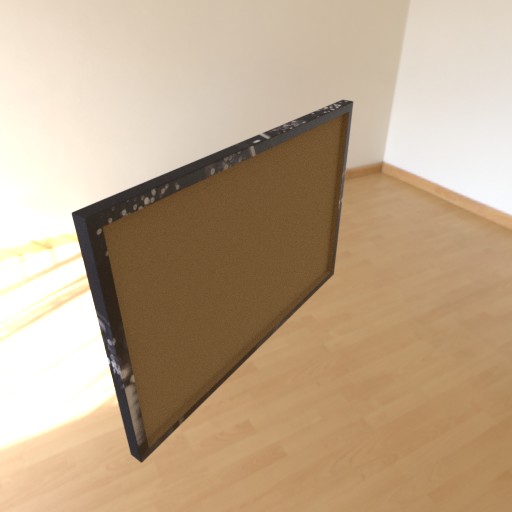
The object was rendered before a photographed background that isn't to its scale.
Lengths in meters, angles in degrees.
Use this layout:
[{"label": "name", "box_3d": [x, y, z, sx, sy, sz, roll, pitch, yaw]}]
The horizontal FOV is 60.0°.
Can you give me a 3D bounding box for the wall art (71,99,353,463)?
[{"label": "wall art", "box_3d": [0.000, 0.000, 1.143, 0.038, 0.609, 0.914, 21, 38, 30]}]
